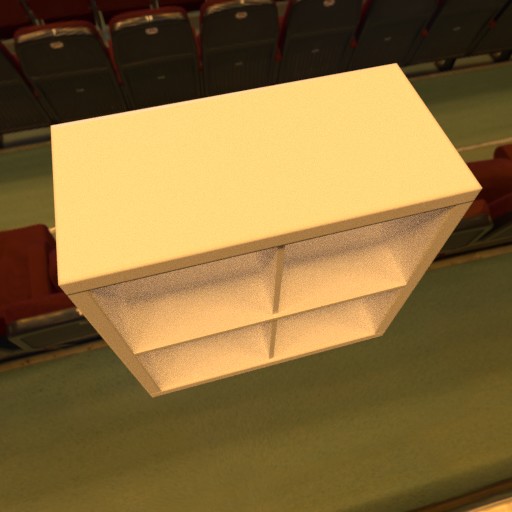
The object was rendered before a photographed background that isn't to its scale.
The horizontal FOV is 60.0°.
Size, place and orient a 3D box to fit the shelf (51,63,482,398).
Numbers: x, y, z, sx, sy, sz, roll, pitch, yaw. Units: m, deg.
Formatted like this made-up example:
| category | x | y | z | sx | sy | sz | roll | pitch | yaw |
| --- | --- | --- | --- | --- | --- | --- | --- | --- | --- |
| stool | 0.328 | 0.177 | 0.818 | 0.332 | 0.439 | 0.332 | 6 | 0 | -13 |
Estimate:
| category | x | y | z | sx | sy | sz | roll | pitch | yaw |
| --- | --- | --- | --- | --- | --- | --- | --- | --- | --- |
| shelf | 0.000 | 0.000 | 1.227 | 0.790 | 0.786 | 0.390 | -13 | 60 | -8 |
